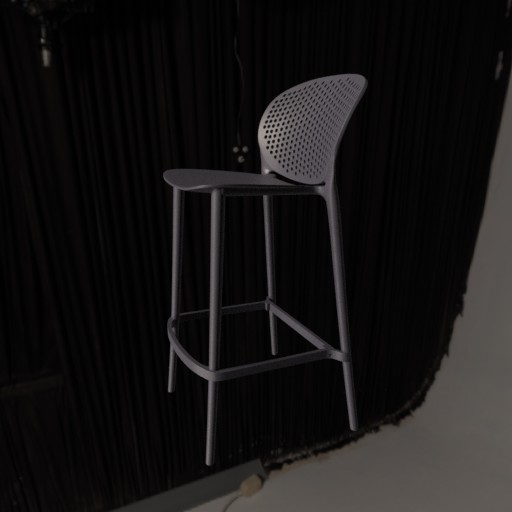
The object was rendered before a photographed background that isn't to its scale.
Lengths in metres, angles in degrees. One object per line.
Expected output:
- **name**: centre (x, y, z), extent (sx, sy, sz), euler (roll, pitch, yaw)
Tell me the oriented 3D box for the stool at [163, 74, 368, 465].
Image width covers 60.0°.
- **stool**: centre (0.000, 0.000, 1.354), extent (0.535, 1.045, 0.536), euler (-8, 19, -25)
